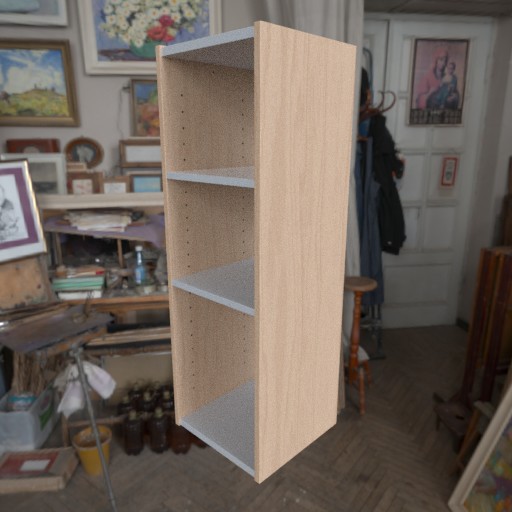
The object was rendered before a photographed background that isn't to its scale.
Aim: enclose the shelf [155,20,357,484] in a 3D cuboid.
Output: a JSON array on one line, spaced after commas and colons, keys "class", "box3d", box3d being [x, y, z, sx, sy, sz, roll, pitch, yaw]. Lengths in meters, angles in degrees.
[{"class": "shelf", "box3d": [0.000, 0.000, 1.034, 0.300, 0.900, 0.290, 14, 20, 42]}]
